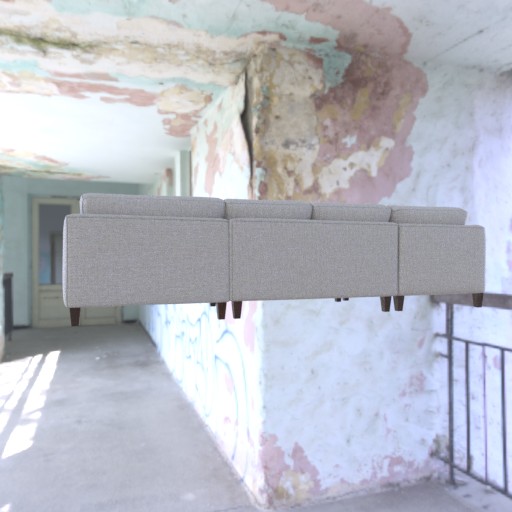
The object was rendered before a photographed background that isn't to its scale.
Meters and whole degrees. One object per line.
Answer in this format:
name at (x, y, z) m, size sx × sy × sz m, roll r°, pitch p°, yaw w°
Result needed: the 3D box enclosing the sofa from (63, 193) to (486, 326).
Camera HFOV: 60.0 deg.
sofa at (0.000, 0.000, 4.492) m, size 3.403 × 0.889 × 2.551 m, roll 0°, pitch 0°, yaw -18°
